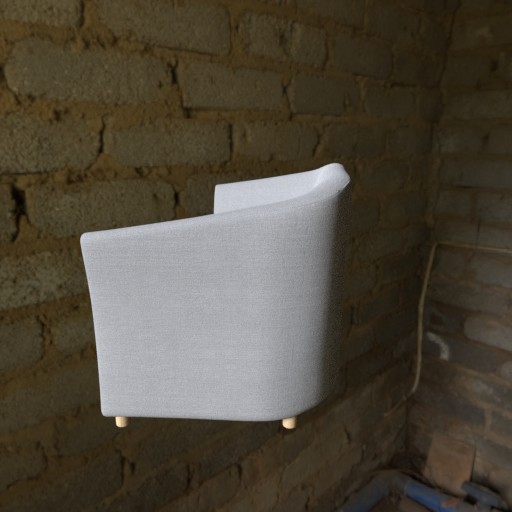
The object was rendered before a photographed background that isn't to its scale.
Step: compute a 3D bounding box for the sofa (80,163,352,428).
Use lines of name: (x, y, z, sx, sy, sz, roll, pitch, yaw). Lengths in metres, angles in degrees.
sofa: (0.000, 0.000, 1.827, 0.705, 0.721, 1.452, 2, 14, 9)
